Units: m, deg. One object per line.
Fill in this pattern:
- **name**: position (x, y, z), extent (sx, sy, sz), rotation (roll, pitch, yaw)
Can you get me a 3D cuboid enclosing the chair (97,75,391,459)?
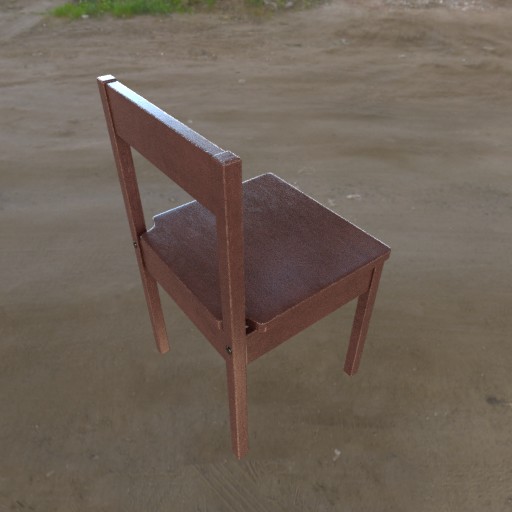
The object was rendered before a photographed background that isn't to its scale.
- **chair**: position (0.000, 0.000, 0.878), extent (0.361, 0.668, 0.367), rotation (-26, 46, -28)
